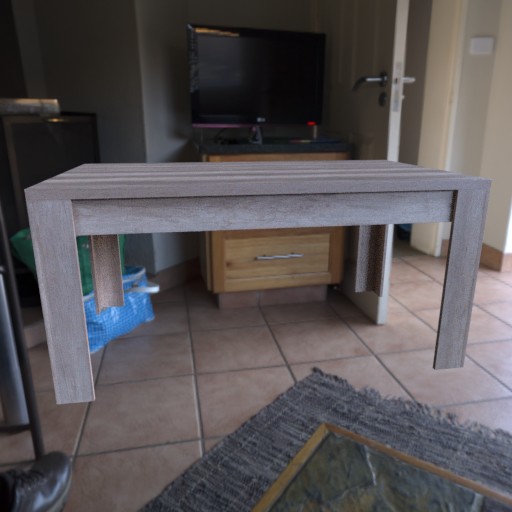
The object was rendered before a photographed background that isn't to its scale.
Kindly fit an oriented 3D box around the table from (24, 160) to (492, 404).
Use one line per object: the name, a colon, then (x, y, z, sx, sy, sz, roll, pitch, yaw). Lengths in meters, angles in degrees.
table: (0.000, 0.000, 2.033, 1.600, 0.775, 0.900, -3, 17, -9)
